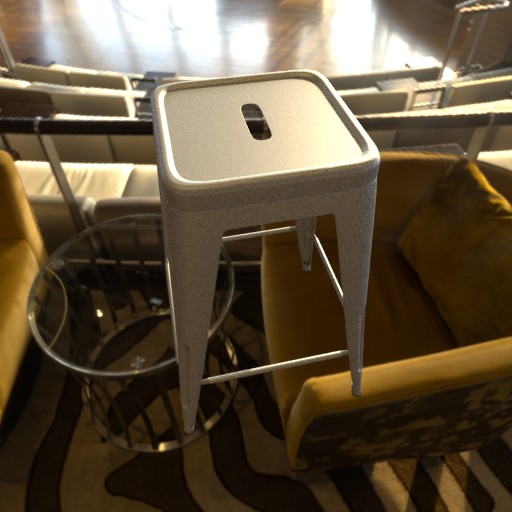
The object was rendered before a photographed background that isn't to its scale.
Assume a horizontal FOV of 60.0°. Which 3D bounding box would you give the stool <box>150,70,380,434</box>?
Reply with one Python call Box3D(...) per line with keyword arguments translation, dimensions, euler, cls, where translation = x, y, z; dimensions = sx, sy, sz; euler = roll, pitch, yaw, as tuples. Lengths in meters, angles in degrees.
Box3D(translation=(0.000, 0.000, 0.893), dimensions=(0.406, 0.610, 0.406), euler=(-9, 48, -9), cls="stool")
